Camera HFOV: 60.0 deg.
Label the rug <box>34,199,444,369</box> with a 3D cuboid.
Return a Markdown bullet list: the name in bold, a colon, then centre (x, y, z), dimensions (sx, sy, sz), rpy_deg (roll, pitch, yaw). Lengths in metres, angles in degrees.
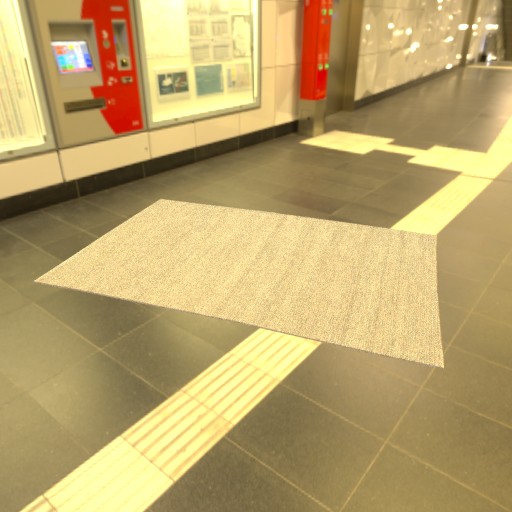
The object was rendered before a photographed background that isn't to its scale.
- **rug**: centre (0.000, 0.000, 2.321), dimensions (1.820, 0.022, 1.179), rpy_deg (9, 29, 17)
